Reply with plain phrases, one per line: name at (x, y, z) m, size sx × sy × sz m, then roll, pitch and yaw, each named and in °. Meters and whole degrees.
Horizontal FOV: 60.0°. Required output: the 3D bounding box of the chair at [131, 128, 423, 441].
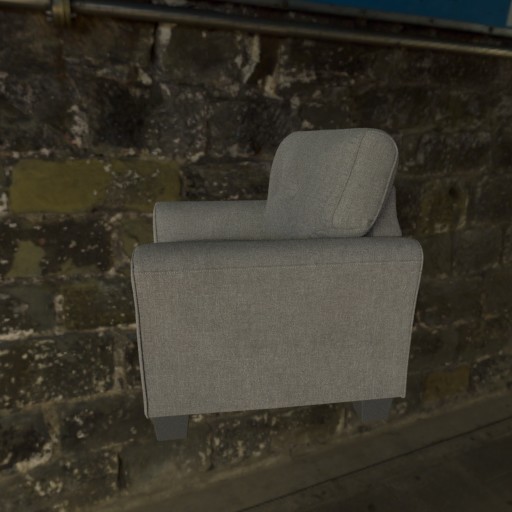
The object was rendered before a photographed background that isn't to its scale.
chair at (0.000, 0.000, 1.624) m, size 0.816 × 0.890 × 0.941 m, roll -2°, pitch 15°, yaw -8°
